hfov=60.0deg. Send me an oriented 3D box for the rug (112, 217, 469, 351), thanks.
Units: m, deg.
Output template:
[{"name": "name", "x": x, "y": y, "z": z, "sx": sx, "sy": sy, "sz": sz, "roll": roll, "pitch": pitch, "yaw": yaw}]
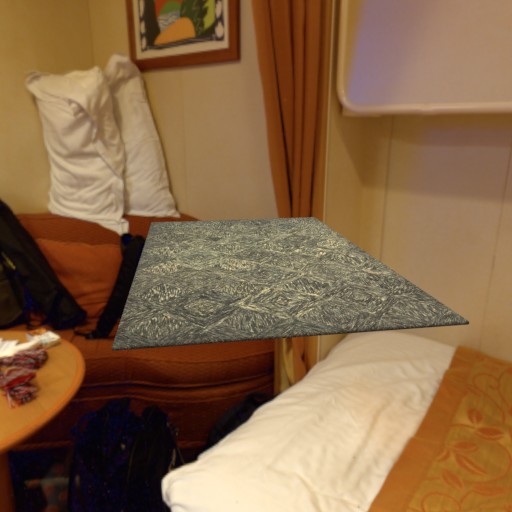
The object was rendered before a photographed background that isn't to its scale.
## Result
[{"name": "rug", "x": 0.000, "y": 0.000, "z": 2.886, "sx": 1.478, "sy": 0.017, "sz": 2.330, "roll": -3, "pitch": 16, "yaw": -9}]
